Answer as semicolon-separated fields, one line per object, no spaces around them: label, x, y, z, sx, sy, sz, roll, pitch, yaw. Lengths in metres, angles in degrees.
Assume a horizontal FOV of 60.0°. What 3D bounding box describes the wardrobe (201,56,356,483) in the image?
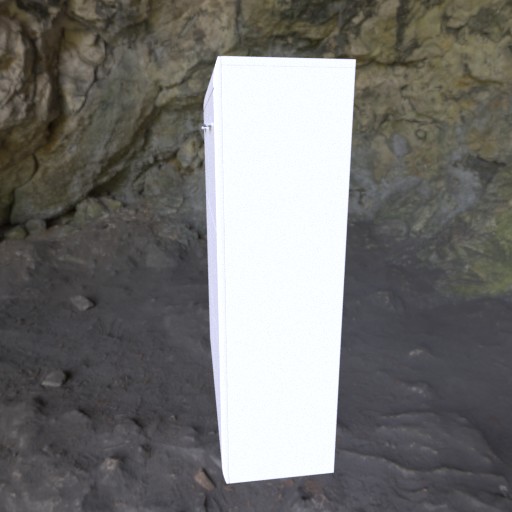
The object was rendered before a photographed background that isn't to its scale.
wardrobe;0.000;0.000;1.624;0.360;1.200;0.900;-2;15;-8
